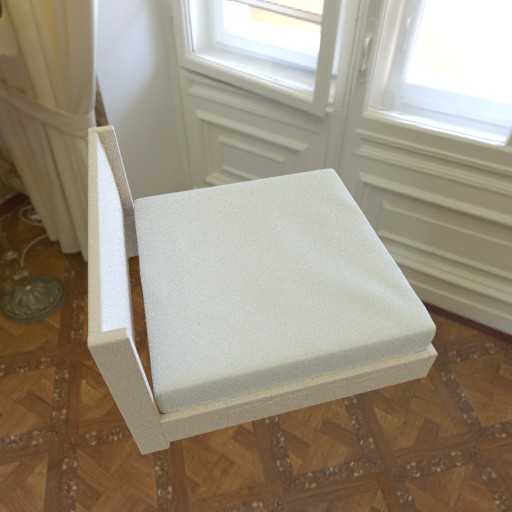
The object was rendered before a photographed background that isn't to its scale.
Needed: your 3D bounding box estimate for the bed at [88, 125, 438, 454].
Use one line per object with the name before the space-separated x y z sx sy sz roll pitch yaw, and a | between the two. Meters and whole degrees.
bed | 0.000 0.000 3.626 2.293 1.471 2.145 -11 47 -10
